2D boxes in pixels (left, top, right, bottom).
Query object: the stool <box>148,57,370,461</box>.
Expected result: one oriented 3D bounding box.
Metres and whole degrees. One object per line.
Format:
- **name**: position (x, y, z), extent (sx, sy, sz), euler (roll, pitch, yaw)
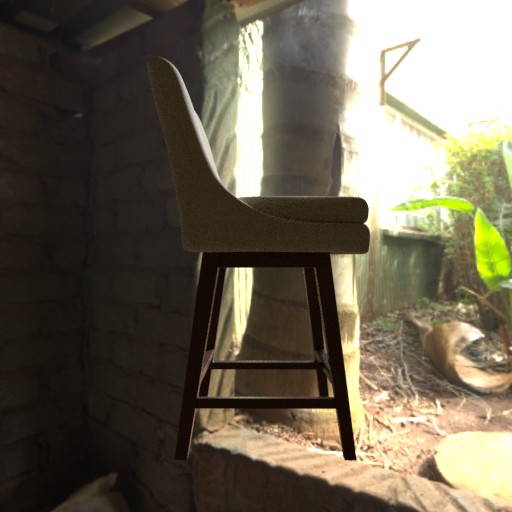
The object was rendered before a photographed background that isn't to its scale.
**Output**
- **stool**: position (0.000, 0.000, 1.289), extent (0.559, 0.991, 0.483), euler (0, 0, 0)
